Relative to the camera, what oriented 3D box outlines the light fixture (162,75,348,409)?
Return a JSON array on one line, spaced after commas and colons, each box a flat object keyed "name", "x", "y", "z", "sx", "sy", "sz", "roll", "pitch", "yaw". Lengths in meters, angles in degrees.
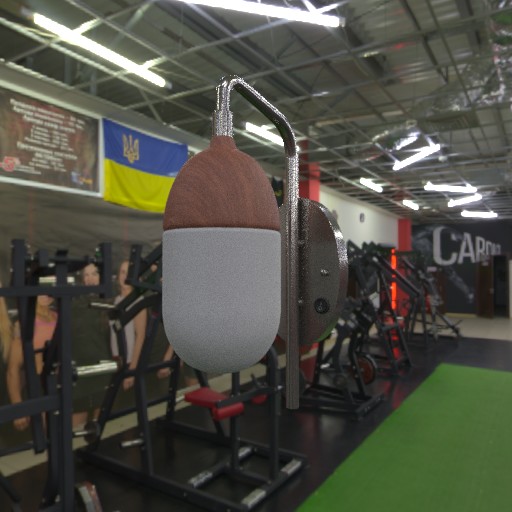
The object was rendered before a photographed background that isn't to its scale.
[{"name": "light fixture", "x": 0.000, "y": 0.000, "z": 0.450, "sx": 0.108, "sy": 0.343, "sz": 0.216, "roll": -1, "pitch": -1, "yaw": 35}]
